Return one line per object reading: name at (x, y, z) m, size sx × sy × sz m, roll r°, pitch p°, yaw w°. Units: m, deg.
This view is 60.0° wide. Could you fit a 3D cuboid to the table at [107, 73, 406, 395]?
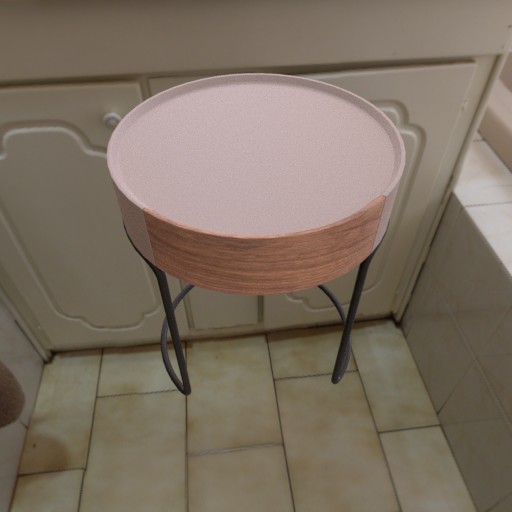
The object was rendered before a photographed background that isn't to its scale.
table at (0.000, 0.000, 0.872) m, size 0.450 × 0.530 × 0.450 m, roll 0°, pitch 46°, yaw 0°
